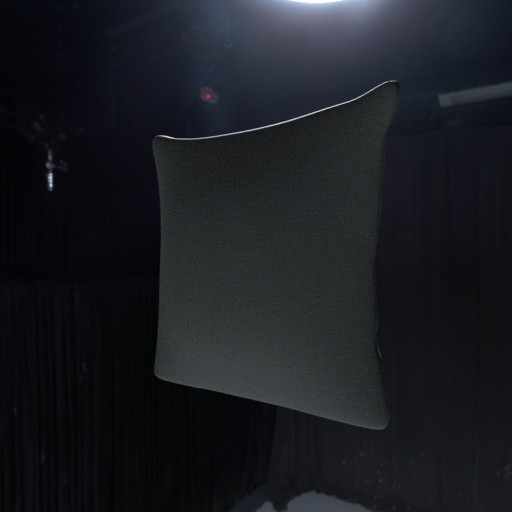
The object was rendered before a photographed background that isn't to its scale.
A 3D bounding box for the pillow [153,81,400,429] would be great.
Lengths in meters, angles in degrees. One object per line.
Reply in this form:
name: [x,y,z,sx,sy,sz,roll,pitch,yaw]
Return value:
pillow: [0.000,0.000,0.696,0.451,0.449,0.191,0,0,35]
